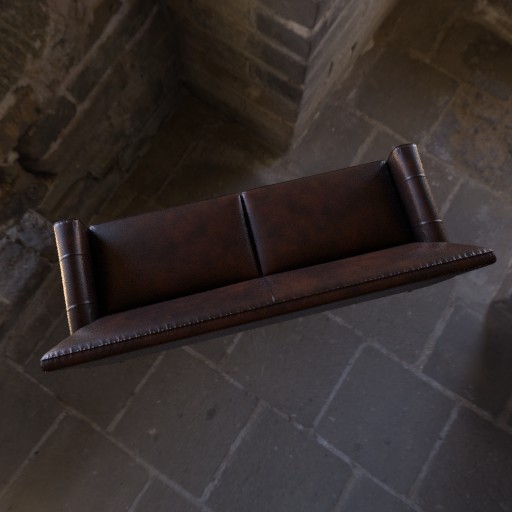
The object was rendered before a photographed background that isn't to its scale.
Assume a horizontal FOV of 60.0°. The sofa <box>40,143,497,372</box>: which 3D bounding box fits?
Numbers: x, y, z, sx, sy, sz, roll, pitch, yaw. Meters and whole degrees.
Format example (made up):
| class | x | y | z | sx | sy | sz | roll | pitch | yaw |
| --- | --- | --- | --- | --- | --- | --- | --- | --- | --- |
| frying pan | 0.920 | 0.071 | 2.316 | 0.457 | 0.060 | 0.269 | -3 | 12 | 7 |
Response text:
| class | x | y | z | sx | sy | sz | roll | pitch | yaw |
| --- | --- | --- | --- | --- | --- | --- | --- | --- | --- |
| sofa | 0.000 | 0.000 | 2.388 | 1.995 | 0.871 | 0.786 | -13 | 75 | -4 |
